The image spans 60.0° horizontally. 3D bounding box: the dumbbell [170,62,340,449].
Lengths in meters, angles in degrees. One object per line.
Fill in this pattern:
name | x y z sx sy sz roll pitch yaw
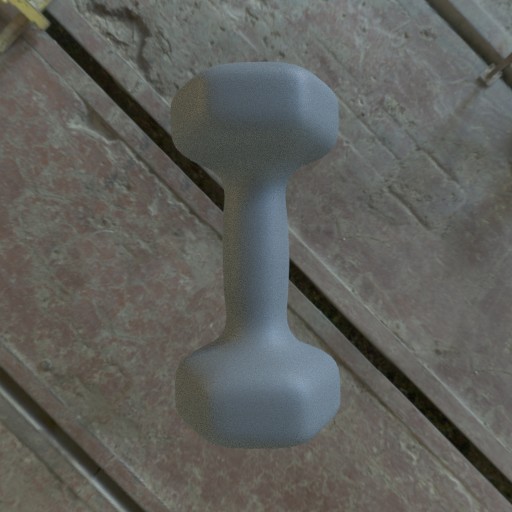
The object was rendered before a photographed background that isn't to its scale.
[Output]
dumbbell | 0.000 0.000 0.234 0.090 0.081 0.184 0 92 1
